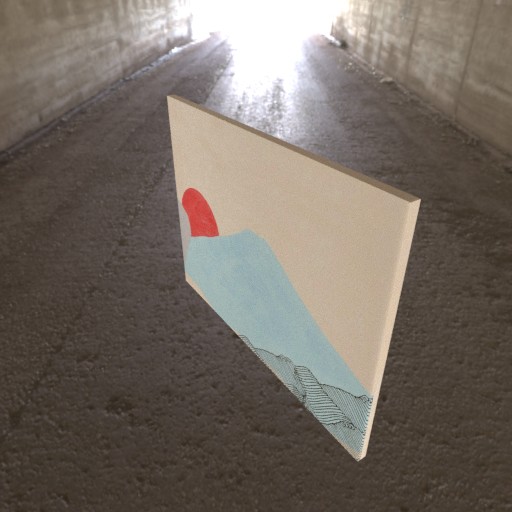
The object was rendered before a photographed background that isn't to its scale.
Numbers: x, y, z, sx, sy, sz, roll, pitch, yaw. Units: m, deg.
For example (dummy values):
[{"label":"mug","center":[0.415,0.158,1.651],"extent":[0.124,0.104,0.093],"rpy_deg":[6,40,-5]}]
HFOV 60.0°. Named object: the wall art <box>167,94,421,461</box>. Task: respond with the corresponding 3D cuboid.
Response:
[{"label":"wall art","center":[0.000,0.000,1.615],"extent":[0.042,0.912,1.219],"rpy_deg":[-20,37,-28]}]
